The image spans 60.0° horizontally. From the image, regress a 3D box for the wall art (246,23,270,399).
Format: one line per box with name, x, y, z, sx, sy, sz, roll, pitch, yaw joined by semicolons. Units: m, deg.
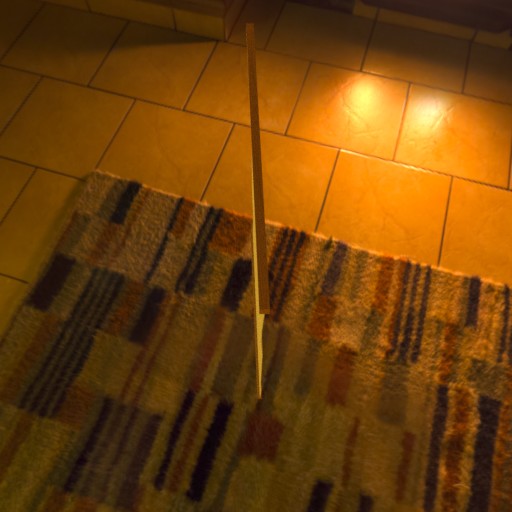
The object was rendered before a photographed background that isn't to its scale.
wall art;0.000;0.000;1.962;0.025;1.521;1.011;-2;64;-1
